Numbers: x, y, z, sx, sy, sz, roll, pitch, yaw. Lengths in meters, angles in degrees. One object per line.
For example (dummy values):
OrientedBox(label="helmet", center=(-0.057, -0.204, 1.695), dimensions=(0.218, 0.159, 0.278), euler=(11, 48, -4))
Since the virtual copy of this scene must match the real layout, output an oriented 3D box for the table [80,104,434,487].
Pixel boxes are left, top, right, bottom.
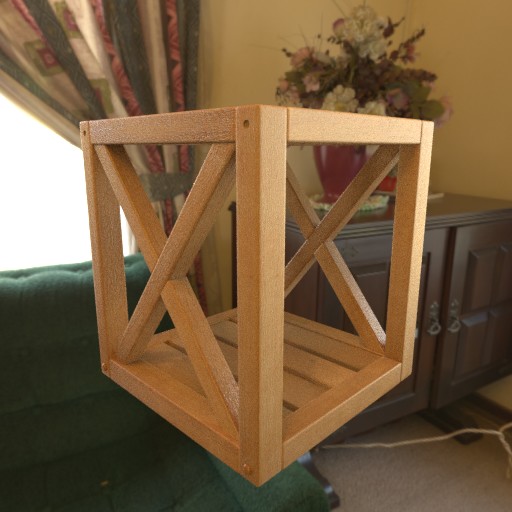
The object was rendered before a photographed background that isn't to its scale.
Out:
OrientedBox(label="table", center=(0.000, 0.000, 1.045), dimensions=(0.558, 0.610, 0.559), euler=(-13, 19, -43))
